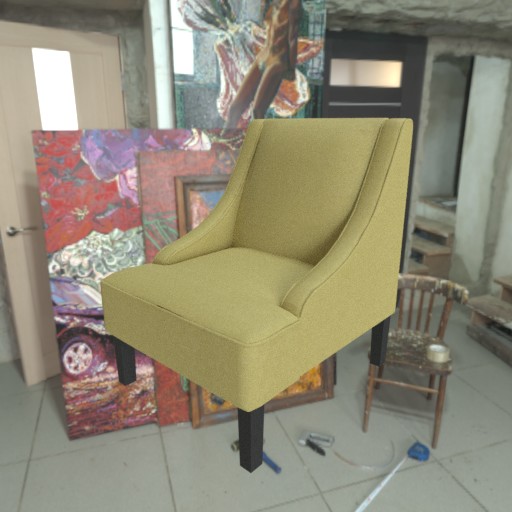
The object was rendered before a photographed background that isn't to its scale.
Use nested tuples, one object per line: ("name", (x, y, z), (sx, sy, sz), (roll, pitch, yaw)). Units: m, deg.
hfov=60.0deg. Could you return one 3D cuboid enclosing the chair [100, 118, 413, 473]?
("chair", (0.000, 0.000, 1.504), (0.696, 0.896, 0.814), (15, 22, 40))
